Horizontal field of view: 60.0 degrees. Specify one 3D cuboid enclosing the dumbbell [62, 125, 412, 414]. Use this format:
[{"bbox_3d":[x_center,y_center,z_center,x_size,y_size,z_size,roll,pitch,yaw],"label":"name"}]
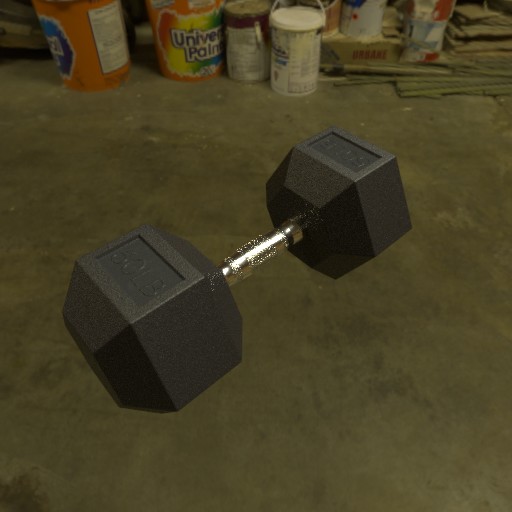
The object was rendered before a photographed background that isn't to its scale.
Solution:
[{"bbox_3d":[0.000,0.000,0.474,0.384,0.150,0.173,-33,54,-28],"label":"dumbbell"}]
